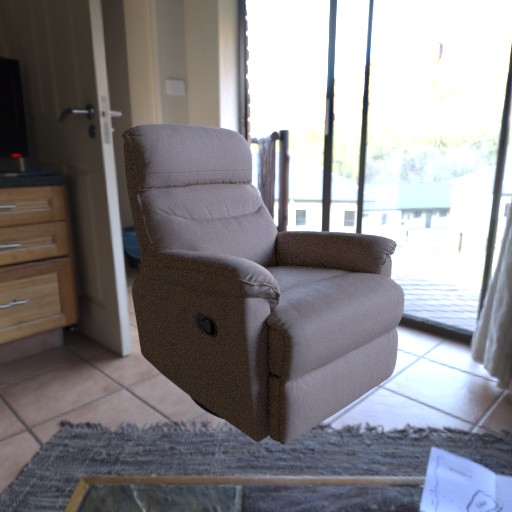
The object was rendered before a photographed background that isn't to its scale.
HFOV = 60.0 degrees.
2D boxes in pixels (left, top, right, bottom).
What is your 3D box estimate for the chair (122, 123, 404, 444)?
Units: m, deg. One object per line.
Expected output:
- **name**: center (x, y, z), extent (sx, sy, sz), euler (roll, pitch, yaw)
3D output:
- **chair**: center (0.000, 0.000, 1.752), extent (0.820, 1.037, 1.004), euler (-12, 18, -42)
